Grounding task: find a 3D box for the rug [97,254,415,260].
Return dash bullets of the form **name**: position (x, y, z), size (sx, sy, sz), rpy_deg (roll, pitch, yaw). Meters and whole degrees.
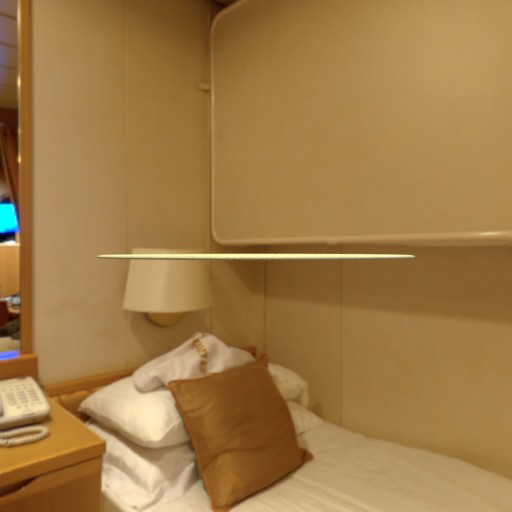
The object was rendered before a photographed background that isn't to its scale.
- **rug**: position (0.000, 0.000, 2.355), size (1.593, 0.012, 1.593), rpy_deg (0, 1, 0)
